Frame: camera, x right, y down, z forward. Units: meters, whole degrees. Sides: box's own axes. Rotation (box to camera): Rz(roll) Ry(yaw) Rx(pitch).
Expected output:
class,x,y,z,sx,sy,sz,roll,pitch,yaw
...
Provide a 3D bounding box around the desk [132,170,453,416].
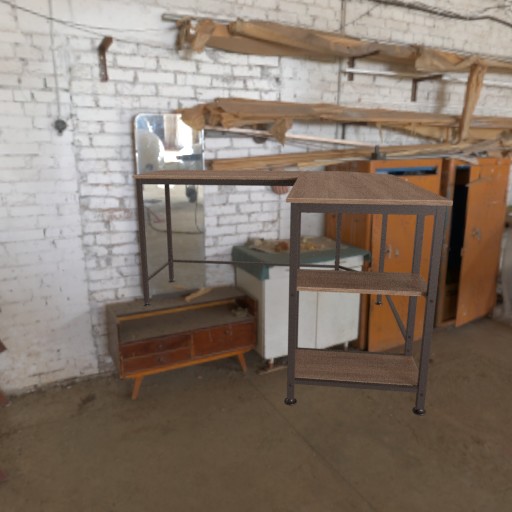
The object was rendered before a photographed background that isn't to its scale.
class,x,y,z,sx,sy,sz,roll,pitch,yaw
desk,0.000,0.000,2.174,1.379,0.739,1.379,2,14,7
